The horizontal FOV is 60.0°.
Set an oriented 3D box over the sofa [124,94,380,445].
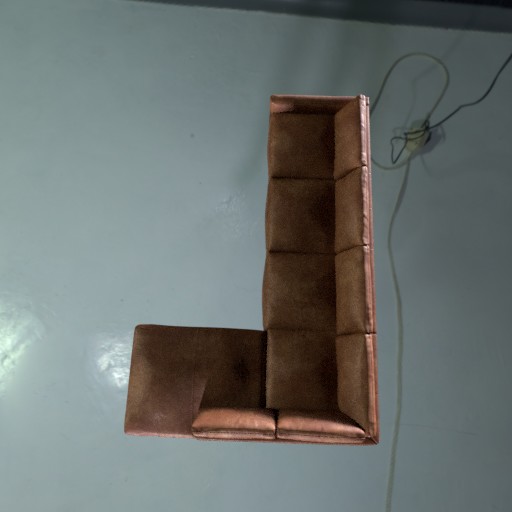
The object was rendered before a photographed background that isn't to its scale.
[{"bbox_3d":[0.000,0.000,3.845,1.938,0.877,2.984,2,75,1],"label":"sofa"}]
